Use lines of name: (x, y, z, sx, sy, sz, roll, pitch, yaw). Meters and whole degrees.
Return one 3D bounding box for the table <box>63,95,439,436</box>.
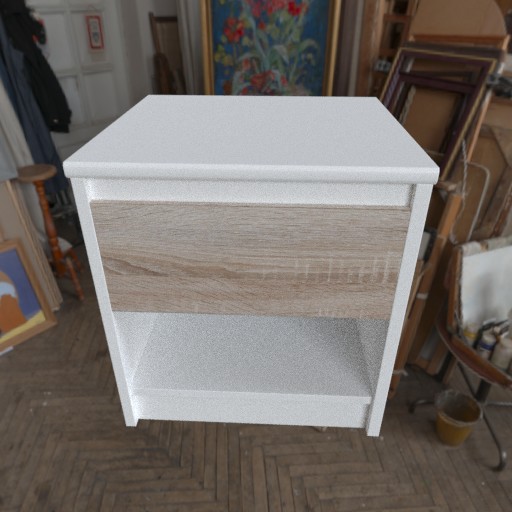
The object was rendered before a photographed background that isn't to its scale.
table: (0.000, 0.000, 0.772, 0.420, 0.460, 0.380, 1, 31, 2)
